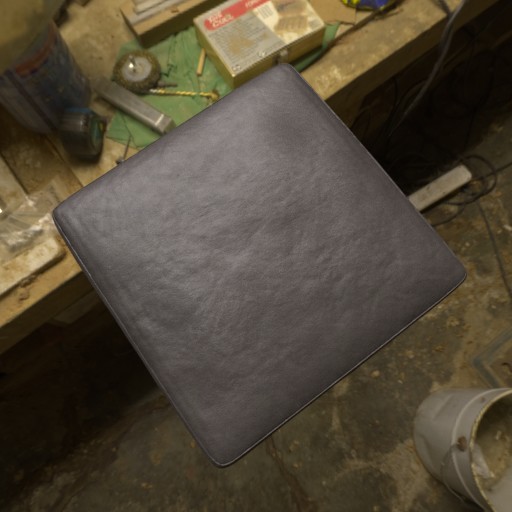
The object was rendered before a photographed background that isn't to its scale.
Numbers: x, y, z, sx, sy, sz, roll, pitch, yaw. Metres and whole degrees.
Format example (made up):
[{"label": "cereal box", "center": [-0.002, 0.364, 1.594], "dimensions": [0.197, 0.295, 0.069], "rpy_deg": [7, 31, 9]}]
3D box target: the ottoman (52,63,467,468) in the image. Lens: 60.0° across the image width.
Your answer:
[{"label": "ottoman", "center": [0.000, 0.000, 1.329], "dimensions": [0.844, 0.415, 0.836], "rpy_deg": [-35, 79, -8]}]
